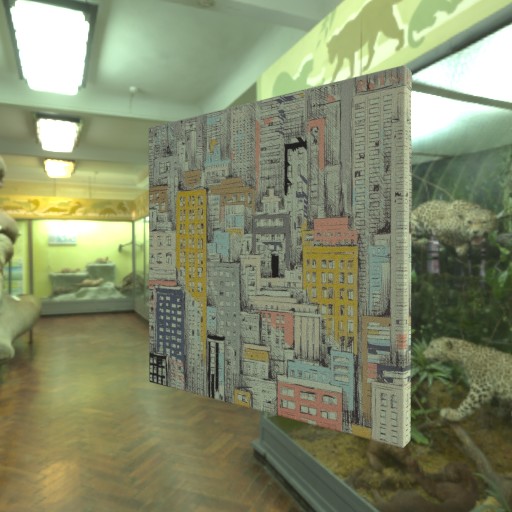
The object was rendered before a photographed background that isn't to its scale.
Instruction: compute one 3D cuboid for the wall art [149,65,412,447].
[{"bbox_3d":[0.000,0.000,1.119,0.761,0.762,0.048,0,1,36],"label":"wall art"}]
